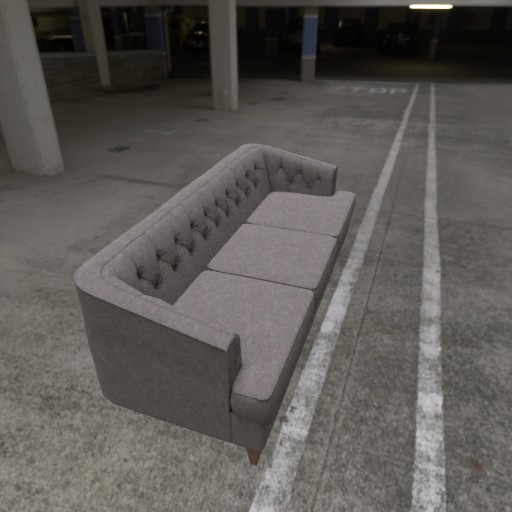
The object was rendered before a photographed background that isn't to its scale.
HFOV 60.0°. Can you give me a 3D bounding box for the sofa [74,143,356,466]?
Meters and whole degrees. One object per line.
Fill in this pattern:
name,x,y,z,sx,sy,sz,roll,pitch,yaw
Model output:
sofa,0.000,0.000,2.744,0.917,0.806,2.247,10,31,17
